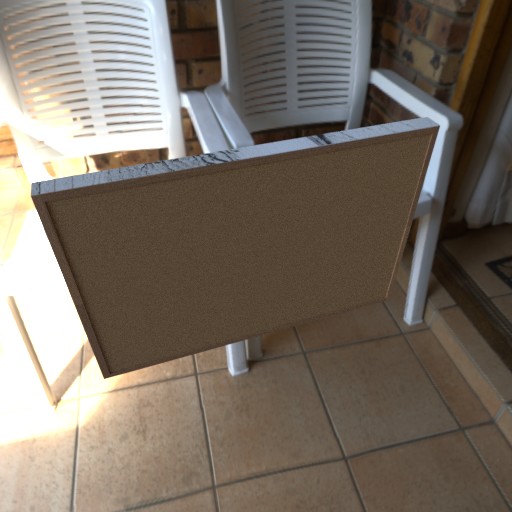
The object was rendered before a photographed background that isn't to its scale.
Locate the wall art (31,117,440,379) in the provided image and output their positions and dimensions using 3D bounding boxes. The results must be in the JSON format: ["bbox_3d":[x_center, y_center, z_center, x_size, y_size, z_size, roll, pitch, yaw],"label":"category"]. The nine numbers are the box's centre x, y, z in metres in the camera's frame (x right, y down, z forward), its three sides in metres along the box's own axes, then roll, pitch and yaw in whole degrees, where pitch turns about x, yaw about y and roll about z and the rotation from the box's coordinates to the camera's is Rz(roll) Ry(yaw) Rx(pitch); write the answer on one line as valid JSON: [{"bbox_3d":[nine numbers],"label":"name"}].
[{"bbox_3d":[0.000,0.000,0.779,0.613,0.407,0.035,-13,43,-14],"label":"wall art"}]
